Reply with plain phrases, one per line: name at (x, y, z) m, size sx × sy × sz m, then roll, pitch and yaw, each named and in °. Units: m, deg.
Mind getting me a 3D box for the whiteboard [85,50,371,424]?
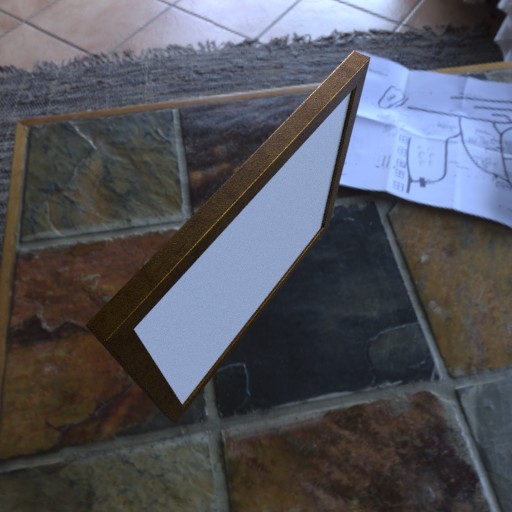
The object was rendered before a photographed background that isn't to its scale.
whiteboard at (0.000, 0.000, 0.765) m, size 0.029 × 0.457 × 0.561 m, roll 32°, pitch 64°, yaw 17°
